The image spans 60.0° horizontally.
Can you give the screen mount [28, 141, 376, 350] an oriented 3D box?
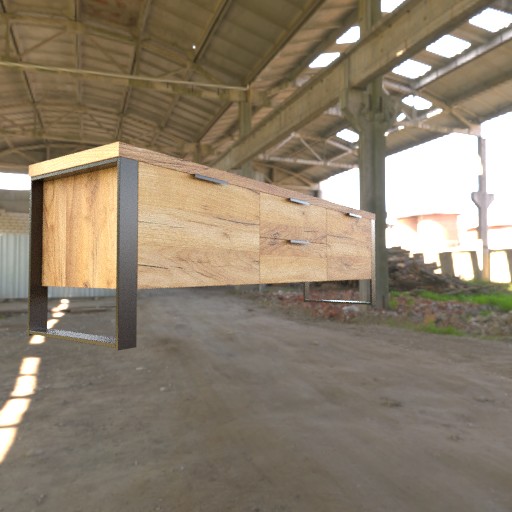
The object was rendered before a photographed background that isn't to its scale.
[{"bbox_3d":[0.000,0.000,1.676,0.395,0.450,1.524,-1,-2,36],"label":"screen mount"}]
